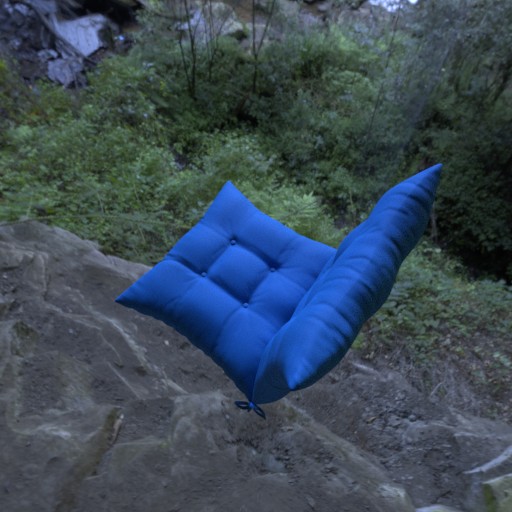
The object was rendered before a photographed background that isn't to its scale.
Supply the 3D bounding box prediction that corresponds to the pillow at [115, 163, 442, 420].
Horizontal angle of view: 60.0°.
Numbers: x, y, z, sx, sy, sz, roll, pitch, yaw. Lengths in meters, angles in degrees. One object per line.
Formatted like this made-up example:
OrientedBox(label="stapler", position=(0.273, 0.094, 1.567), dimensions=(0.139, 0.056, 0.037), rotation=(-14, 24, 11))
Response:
OrientedBox(label="pillow", position=(0.000, 0.000, 1.027), dimensions=(0.585, 0.536, 0.541), rotation=(33, 68, 15))
